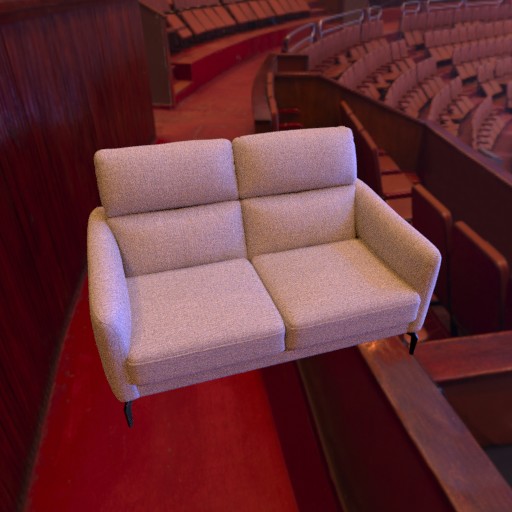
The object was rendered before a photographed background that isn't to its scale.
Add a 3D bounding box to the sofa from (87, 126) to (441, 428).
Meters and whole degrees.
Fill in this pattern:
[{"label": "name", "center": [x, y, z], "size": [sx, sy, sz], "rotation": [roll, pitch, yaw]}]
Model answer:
[{"label": "sofa", "center": [0.000, 0.000, 2.160], "size": [1.540, 0.950, 0.905], "rotation": [-10, 34, -15]}]
